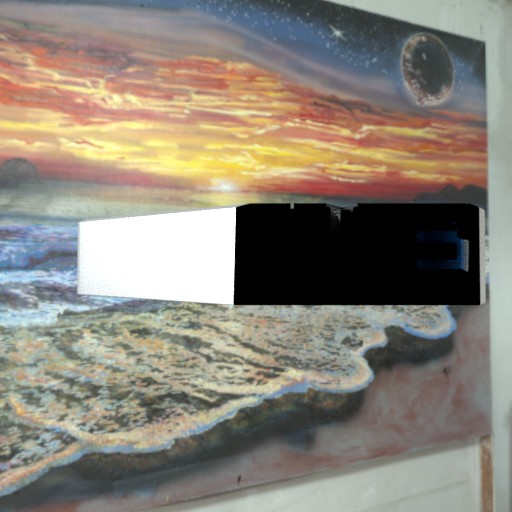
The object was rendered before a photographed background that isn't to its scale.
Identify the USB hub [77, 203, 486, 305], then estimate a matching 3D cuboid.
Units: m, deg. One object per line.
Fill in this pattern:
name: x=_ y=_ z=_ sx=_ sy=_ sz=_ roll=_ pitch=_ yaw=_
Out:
USB hub: x=0.000 y=0.000 z=0.124 sx=0.110 sy=0.023 sz=0.044 roll=-1 pitch=-1 yaw=36
